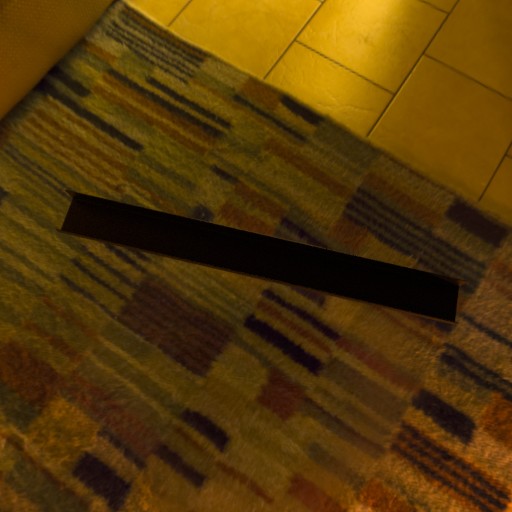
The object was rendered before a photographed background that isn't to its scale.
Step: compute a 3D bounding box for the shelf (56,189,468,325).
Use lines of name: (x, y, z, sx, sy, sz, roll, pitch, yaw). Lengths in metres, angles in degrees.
shelf: (0.000, 0.000, 0.999, 0.924, 0.049, 0.092, 13, 75, 4)
